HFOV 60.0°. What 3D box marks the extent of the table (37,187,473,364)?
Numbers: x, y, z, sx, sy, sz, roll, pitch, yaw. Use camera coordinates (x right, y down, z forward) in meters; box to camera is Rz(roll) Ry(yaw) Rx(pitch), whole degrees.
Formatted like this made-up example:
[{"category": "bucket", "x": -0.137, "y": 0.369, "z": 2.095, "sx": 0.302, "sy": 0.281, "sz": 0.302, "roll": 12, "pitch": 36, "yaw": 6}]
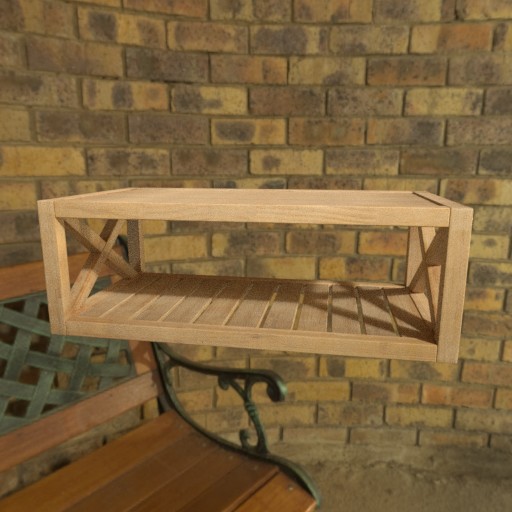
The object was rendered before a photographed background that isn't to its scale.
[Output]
[{"category": "table", "x": 0.000, "y": 0.000, "z": 1.672, "sx": 1.321, "sy": 0.457, "sz": 0.660, "roll": 2, "pitch": 13, "yaw": 10}]
